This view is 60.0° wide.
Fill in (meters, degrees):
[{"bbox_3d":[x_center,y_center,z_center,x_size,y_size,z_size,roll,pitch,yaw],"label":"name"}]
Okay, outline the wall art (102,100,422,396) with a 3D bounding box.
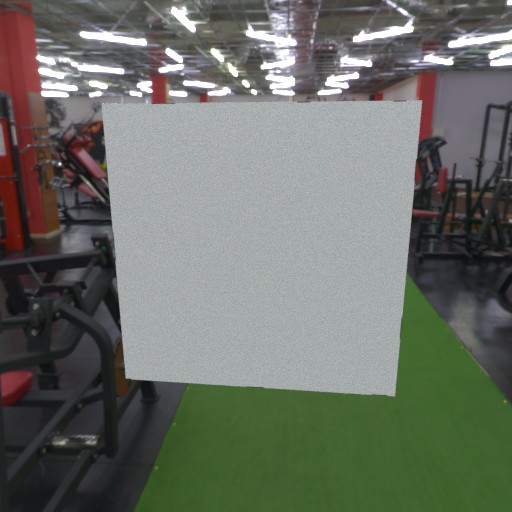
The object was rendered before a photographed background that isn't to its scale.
[{"bbox_3d":[0.000,0.000,0.677,0.446,0.445,0.014,2,15,7],"label":"wall art"}]
